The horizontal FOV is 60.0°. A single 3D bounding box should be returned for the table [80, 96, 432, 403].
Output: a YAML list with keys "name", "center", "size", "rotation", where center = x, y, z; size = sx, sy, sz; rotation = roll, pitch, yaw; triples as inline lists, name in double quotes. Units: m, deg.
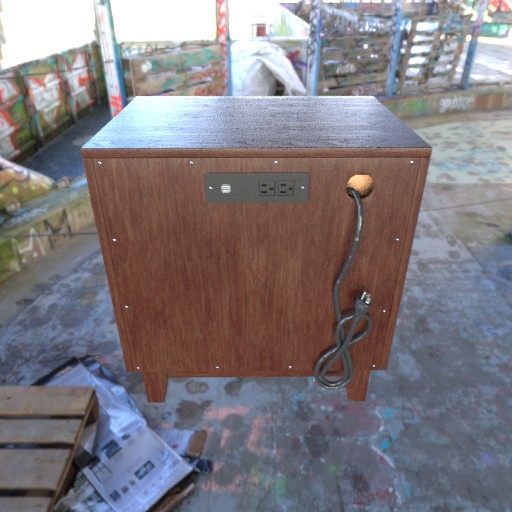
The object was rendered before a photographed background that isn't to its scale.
- name: "table"
  center: [0.000, 0.000, 1.008]
  size: [0.557, 0.609, 0.449]
  rotation: [0, 31, 0]
